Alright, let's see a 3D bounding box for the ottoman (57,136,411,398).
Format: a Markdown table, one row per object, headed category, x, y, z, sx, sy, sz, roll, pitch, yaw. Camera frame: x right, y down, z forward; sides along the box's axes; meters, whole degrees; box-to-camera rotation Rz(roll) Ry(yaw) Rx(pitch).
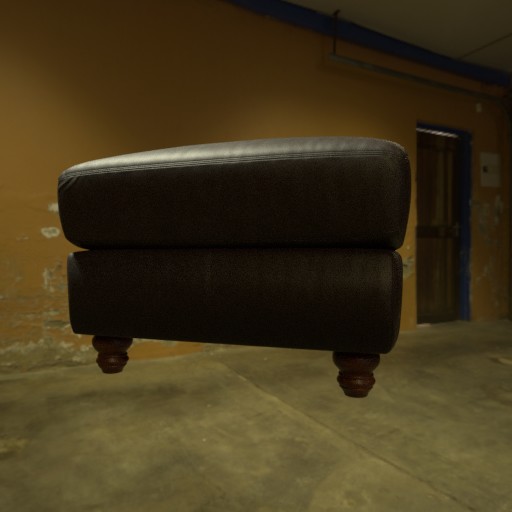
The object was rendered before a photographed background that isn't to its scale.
| category | x | y | z | sx | sy | sz | roll | pitch | yaw |
| --- | --- | --- | --- | --- | --- | --- | --- | --- | --- |
| ottoman | 0.000 | 0.000 | 1.225 | 0.806 | 0.569 | 0.670 | 0 | 0 | 18 |
